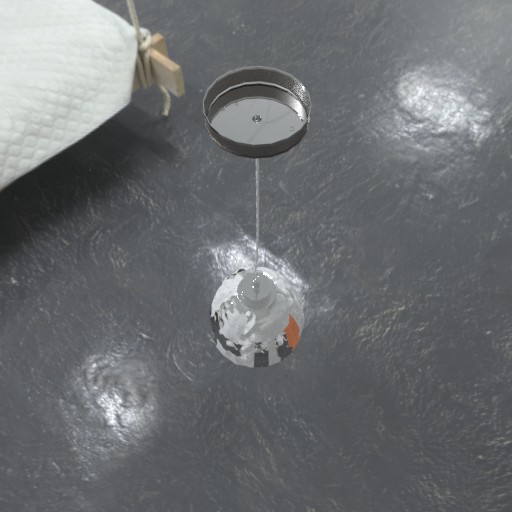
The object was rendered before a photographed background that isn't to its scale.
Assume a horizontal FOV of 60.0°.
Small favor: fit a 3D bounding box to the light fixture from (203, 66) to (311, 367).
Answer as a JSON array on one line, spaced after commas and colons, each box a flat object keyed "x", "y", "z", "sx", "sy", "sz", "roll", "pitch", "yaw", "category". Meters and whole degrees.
[{"x": 0.000, "y": 0.000, "z": 1.697, "sx": 0.496, "sy": 1.511, "sz": 0.500, "roll": 19, "pitch": 64, "yaw": 10, "category": "light fixture"}]
